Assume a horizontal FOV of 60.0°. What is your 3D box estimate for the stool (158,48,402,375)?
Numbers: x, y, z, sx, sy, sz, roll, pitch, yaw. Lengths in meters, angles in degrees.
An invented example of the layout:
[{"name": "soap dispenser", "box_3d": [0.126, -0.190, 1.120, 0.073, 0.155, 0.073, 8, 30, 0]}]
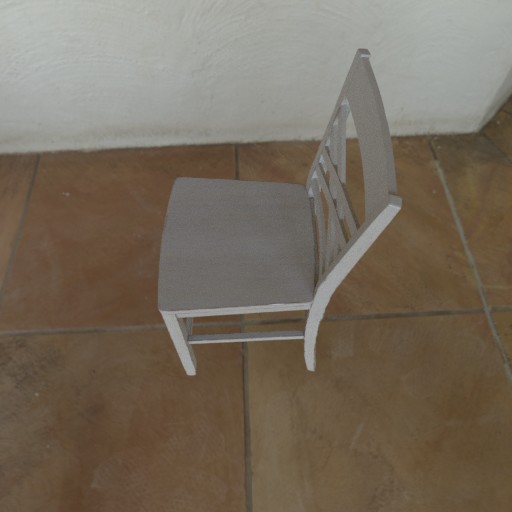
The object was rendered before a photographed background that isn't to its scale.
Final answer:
[{"name": "stool", "box_3d": [0.000, 0.000, 1.353, 0.539, 1.079, 0.462, 0, 58, 0]}]
